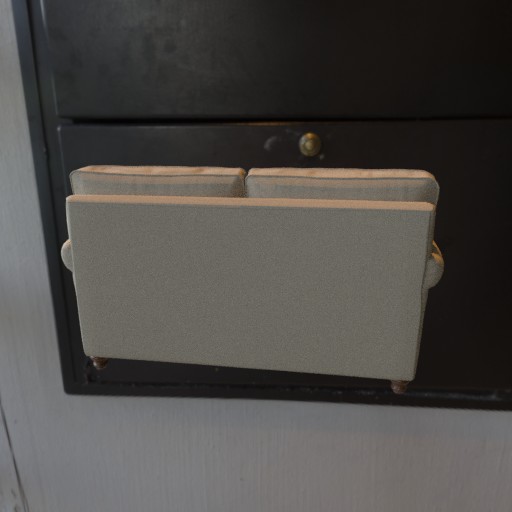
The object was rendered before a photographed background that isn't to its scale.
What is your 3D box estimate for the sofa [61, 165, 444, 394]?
[{"bbox_3d":[0.000,0.000,2.258,1.665,0.937,0.964,2,17,8],"label":"sofa"}]
